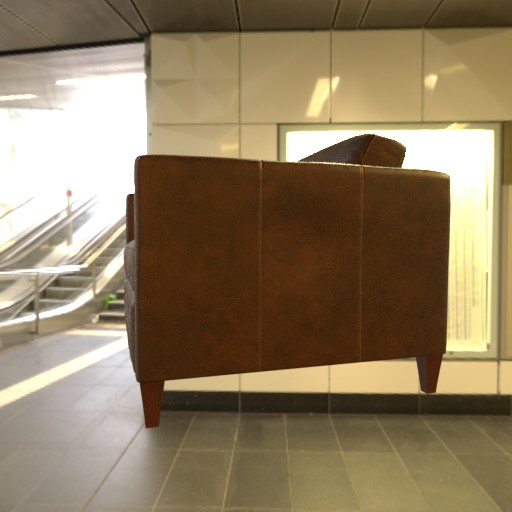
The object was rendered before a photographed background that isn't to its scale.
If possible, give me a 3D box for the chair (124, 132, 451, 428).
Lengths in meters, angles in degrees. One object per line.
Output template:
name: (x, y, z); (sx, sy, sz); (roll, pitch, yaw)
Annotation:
chair: (0.000, 0.000, 1.709); (0.975, 0.864, 0.990); (-1, 2, -18)
